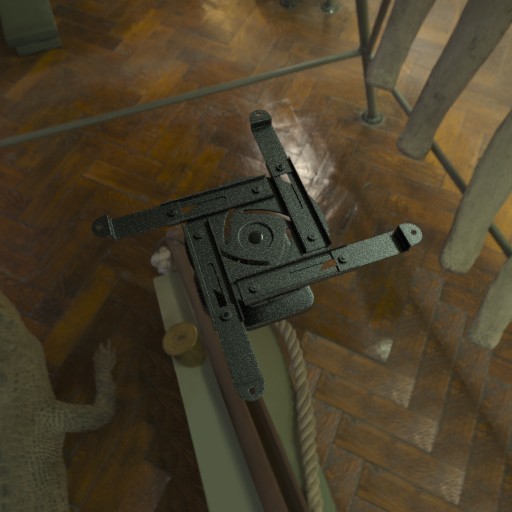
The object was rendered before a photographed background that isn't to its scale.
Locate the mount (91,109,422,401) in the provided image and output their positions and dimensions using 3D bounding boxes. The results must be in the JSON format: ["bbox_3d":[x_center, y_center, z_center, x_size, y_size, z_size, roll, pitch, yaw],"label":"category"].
[{"bbox_3d":[0.000,0.000,0.624,0.394,0.141,0.394,-17,63,-9],"label":"mount"}]
